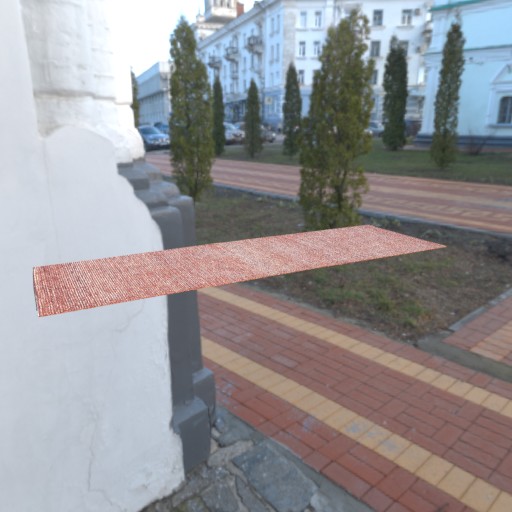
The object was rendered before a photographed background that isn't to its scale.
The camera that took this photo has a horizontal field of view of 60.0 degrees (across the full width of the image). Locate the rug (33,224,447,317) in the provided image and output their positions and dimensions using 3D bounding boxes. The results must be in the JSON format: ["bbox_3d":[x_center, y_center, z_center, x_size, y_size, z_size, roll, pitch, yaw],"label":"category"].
[{"bbox_3d":[0.000,0.000,2.601,2.353,0.013,0.718,-8,19,-26],"label":"rug"}]
